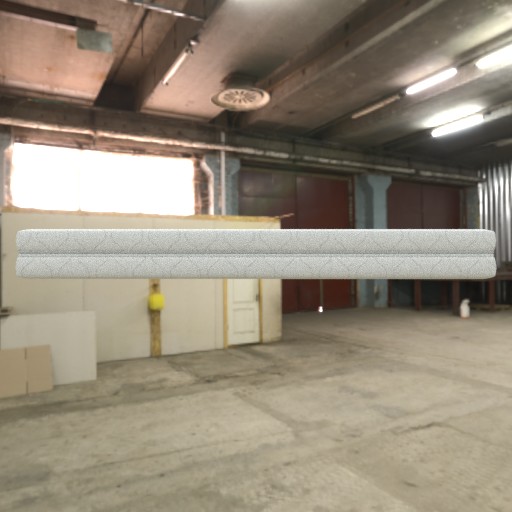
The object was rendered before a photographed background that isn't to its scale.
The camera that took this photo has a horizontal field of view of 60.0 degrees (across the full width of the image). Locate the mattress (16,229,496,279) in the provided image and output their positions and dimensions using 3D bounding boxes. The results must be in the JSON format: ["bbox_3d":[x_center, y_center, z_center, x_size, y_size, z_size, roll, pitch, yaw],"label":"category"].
[{"bbox_3d":[0.000,0.000,2.195,1.900,0.200,0.900,0,-1,0],"label":"mattress"}]
